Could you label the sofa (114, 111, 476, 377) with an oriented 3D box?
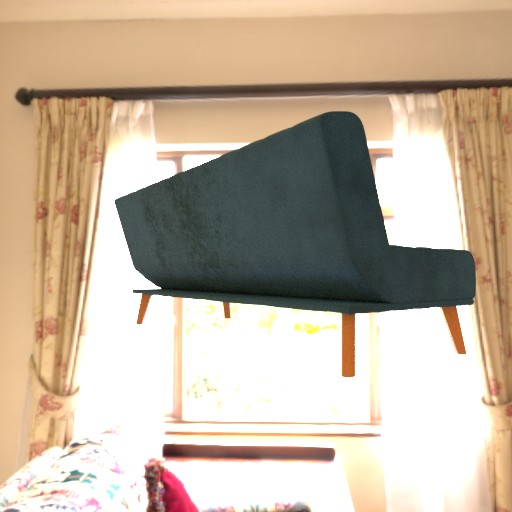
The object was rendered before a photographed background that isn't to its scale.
[{"bbox_3d":[0.000,0.000,2.240,0.855,0.813,1.804,2,-3,-36],"label":"sofa"}]
